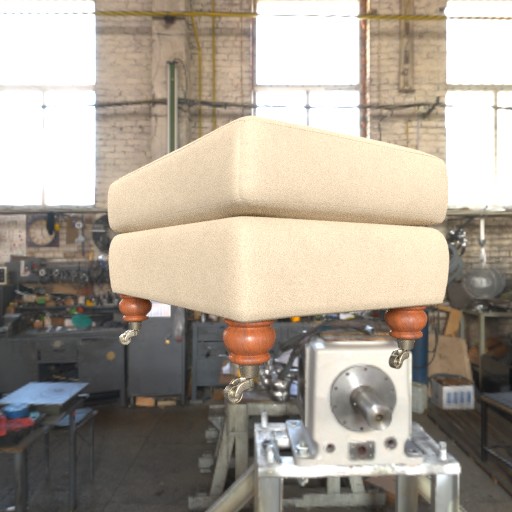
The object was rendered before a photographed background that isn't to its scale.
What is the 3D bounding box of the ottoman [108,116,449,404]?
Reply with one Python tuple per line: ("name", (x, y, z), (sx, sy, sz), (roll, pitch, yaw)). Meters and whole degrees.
("ottoman", (0.000, 0.000, 1.141), (0.569, 0.504, 0.773), (0, 0, -34))
